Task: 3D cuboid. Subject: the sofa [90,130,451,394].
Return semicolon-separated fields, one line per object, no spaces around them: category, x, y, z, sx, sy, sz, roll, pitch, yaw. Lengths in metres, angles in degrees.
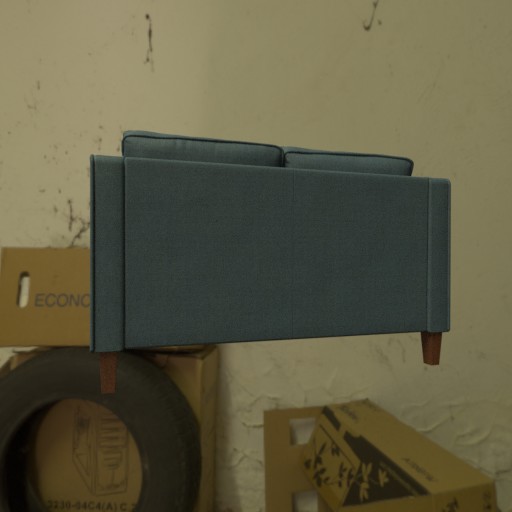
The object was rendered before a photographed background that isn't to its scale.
sofa;0.000;0.000;2.195;1.501;0.971;0.987;0;-1;-18
